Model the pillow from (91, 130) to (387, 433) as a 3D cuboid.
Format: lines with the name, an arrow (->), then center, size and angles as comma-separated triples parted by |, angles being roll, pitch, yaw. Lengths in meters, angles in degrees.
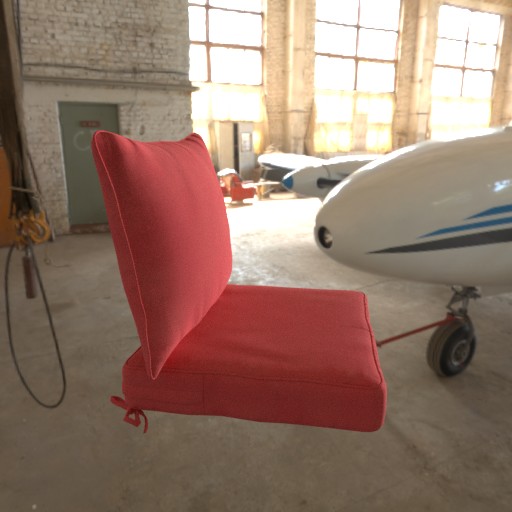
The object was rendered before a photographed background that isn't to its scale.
pillow -> 0.000, 0.000, 1.335 | 0.733, 0.725, 0.798 | 2, 15, 9
